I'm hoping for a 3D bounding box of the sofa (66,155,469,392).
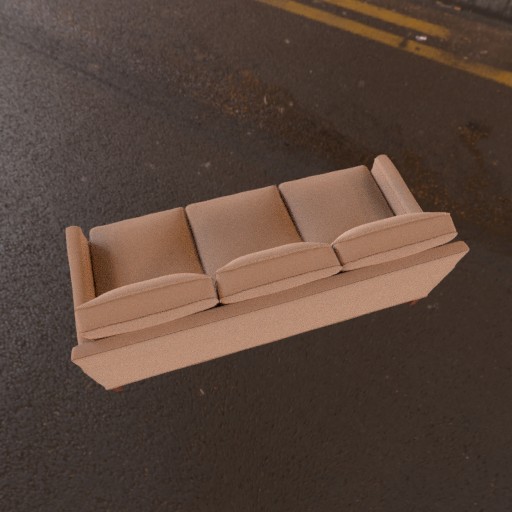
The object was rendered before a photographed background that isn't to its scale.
[{"bbox_3d":[0.000,0.000,2.841,2.246,1.003,1.084,-15,58,-9],"label":"sofa"}]
